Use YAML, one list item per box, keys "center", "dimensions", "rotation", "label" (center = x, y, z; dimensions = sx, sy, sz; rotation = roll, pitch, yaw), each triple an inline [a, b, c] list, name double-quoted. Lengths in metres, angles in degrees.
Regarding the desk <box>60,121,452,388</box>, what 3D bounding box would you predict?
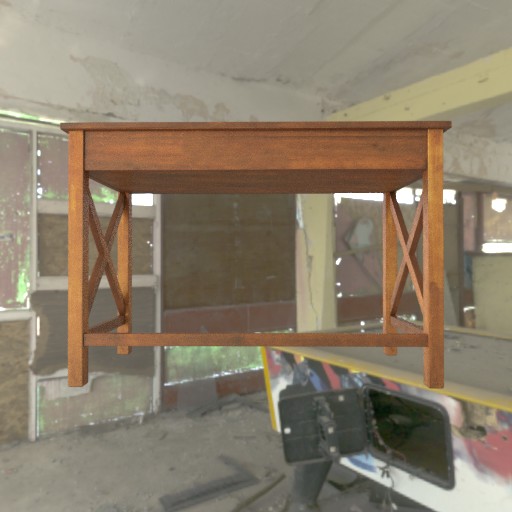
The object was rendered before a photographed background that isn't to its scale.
- center: [0.000, 0.000, 1.514]
  dimensions: [1.117, 0.762, 0.508]
  rotation: [0, 0, 1]
  label: "desk"
